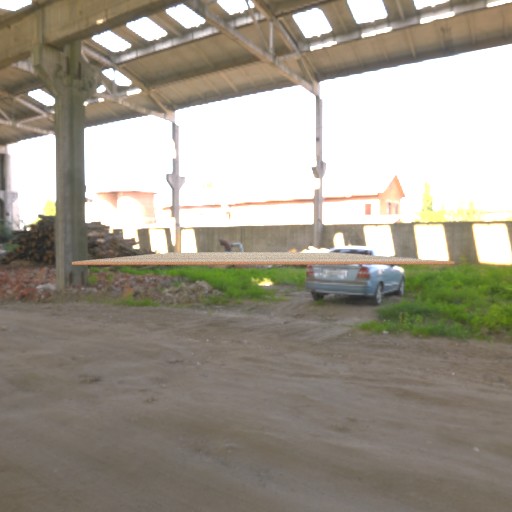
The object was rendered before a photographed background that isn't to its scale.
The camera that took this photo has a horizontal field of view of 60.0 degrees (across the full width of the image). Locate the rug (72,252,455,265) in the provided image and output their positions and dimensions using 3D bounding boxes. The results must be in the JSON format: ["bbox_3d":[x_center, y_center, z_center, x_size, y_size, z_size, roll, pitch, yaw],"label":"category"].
[{"bbox_3d":[0.000,0.000,2.975,1.523,0.014,2.438,0,1,-2],"label":"rug"}]
